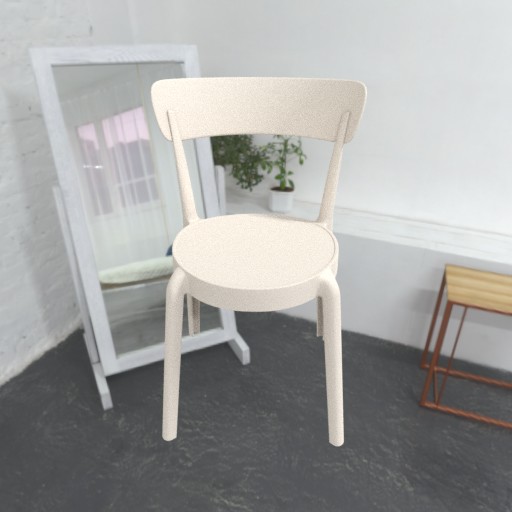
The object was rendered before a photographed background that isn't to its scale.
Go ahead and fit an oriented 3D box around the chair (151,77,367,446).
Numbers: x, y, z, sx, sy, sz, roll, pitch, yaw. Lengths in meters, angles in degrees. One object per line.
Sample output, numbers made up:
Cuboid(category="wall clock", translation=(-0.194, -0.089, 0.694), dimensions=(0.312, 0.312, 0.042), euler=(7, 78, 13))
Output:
Cuboid(category="chair", translation=(0.000, 0.000, 1.115), dimensions=(0.506, 0.790, 0.491), euler=(1, 29, 2))
